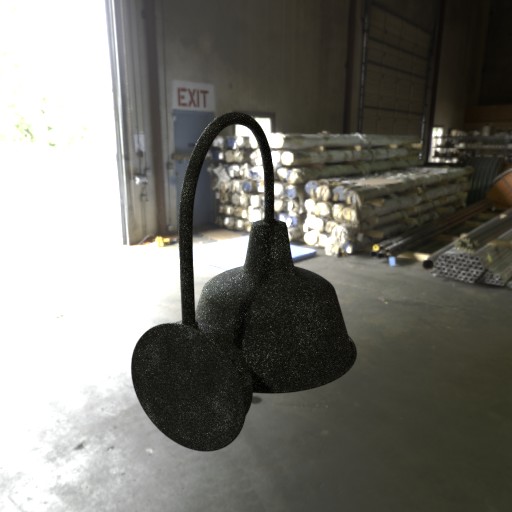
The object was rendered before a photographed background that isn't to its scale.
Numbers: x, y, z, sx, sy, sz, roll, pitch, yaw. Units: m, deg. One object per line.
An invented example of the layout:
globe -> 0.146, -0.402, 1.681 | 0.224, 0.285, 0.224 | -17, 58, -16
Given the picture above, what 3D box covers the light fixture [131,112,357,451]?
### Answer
light fixture -> 0.000, 0.000, 0.491 | 0.216, 0.300, 0.283 | 7, 17, 26
